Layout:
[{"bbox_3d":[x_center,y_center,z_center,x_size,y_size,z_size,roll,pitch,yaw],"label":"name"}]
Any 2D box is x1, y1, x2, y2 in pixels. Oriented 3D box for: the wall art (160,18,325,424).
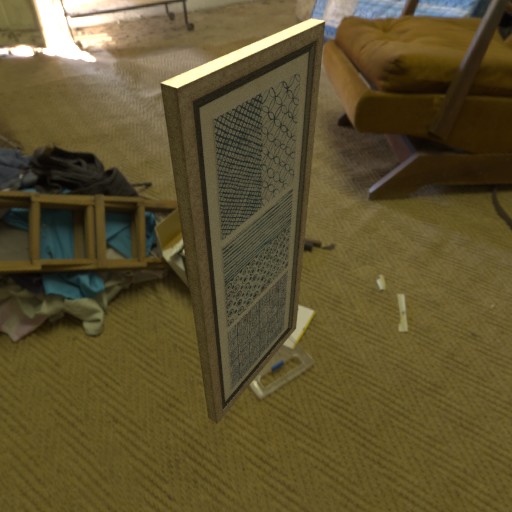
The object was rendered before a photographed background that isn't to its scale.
[{"bbox_3d":[0.000,0.000,1.640,0.051,1.461,0.648,26,48,26],"label":"wall art"}]
